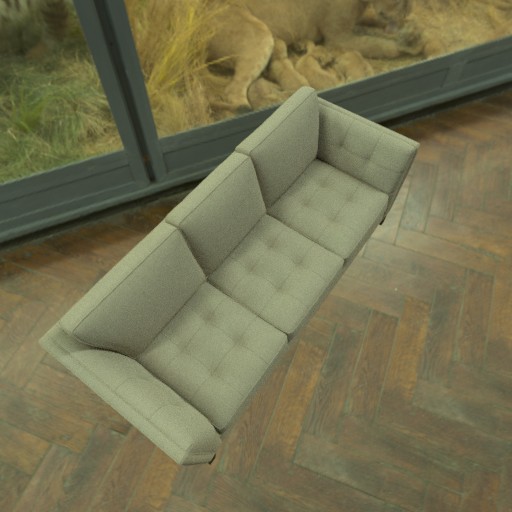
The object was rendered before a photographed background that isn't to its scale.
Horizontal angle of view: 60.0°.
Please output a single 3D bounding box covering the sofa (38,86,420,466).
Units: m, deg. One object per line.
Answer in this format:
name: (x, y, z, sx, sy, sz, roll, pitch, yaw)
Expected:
sofa: (0.000, 0.000, 2.808, 0.965, 0.940, 2.388, 32, 64, 18)
